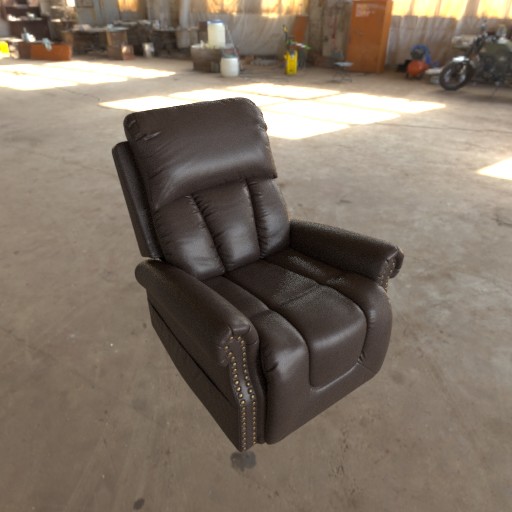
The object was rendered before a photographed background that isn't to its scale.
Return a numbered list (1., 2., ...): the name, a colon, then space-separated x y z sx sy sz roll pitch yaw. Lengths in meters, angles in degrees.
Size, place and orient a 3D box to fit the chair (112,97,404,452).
1. chair: 0.000 0.000 1.740 0.869 1.028 0.978 -21 37 -32
